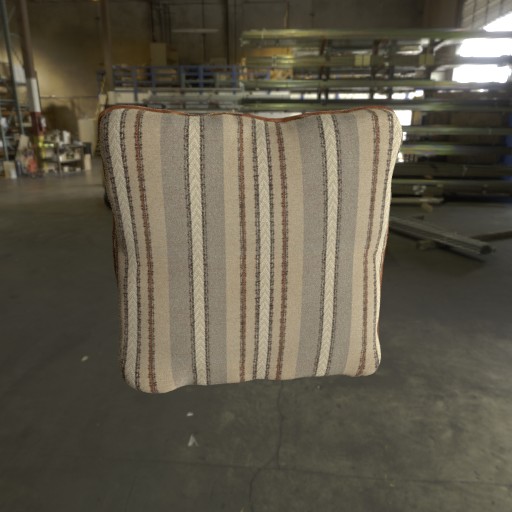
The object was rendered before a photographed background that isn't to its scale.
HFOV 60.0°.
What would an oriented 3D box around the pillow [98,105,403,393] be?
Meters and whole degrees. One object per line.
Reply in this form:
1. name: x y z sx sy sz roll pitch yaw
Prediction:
1. pillow: 0.000 0.000 0.759 0.489 0.490 0.130 -2 17 -8
